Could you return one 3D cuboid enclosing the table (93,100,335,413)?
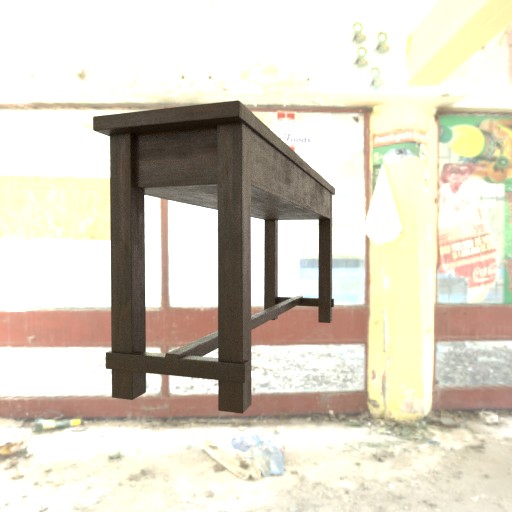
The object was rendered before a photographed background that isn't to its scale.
[{"bbox_3d":[0.000,0.000,1.874,0.442,0.762,1.599,0,1,18],"label":"table"}]
